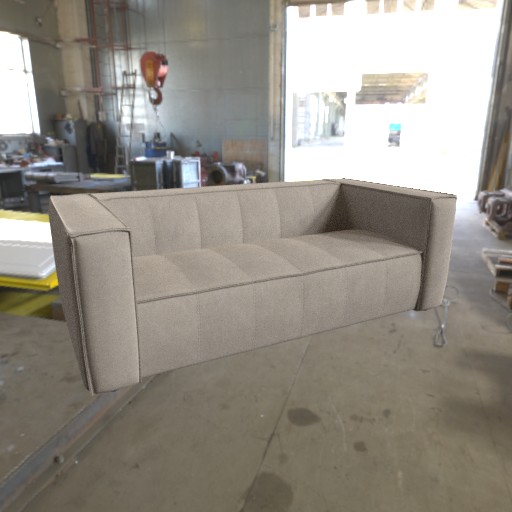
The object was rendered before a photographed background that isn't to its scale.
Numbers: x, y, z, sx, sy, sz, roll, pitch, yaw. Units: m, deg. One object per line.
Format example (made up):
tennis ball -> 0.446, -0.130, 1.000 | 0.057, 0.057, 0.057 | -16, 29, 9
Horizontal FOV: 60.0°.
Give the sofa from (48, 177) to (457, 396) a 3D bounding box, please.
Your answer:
sofa -> 0.000, 0.000, 2.442 | 1.995, 0.680, 1.038 | -8, 18, -27
